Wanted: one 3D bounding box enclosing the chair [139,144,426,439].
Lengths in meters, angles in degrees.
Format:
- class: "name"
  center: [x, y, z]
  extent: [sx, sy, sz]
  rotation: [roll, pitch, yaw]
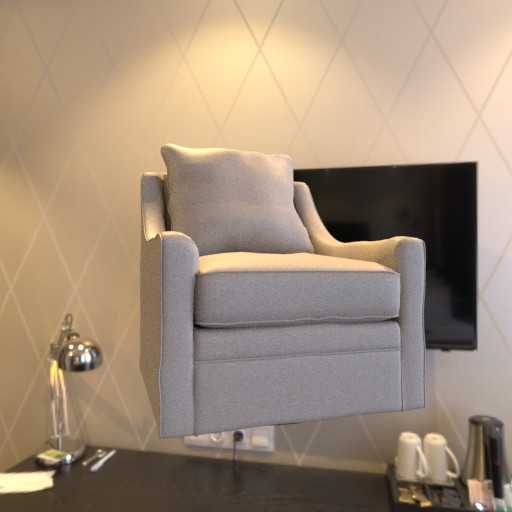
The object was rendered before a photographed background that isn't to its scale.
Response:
- class: "chair"
  center: [0.000, 0.000, 1.566]
  extent: [0.760, 0.942, 0.876]
  rotation: [1, -2, -18]
